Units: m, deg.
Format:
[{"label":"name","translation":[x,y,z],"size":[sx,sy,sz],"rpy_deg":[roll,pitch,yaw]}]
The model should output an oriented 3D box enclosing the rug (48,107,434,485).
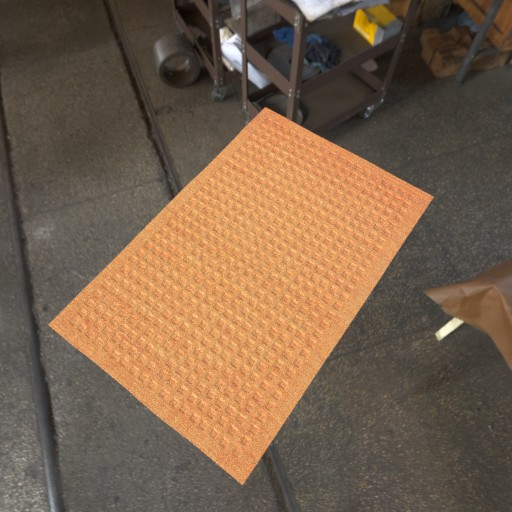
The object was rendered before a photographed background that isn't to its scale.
[{"label":"rug","translation":[0.000,0.000,2.258],"size":[1.143,0.006,1.747],"rpy_deg":[33,67,16]}]
